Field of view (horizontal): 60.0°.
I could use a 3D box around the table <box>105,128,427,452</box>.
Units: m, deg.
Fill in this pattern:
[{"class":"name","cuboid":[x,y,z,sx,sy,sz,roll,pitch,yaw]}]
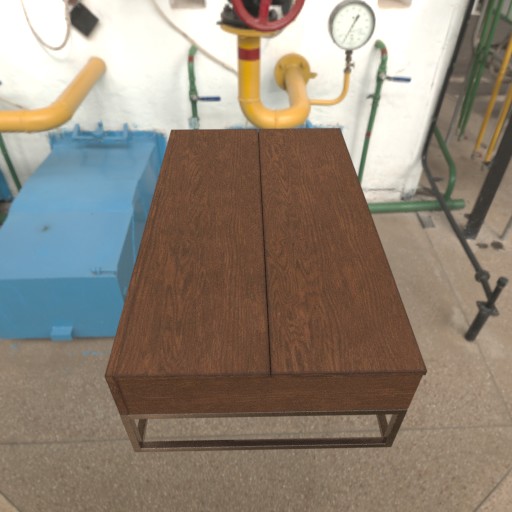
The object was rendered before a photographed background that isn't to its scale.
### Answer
[{"class":"table","cuboid":[0.000,0.000,1.509,0.719,0.361,1.167,-1,42,-1]}]
